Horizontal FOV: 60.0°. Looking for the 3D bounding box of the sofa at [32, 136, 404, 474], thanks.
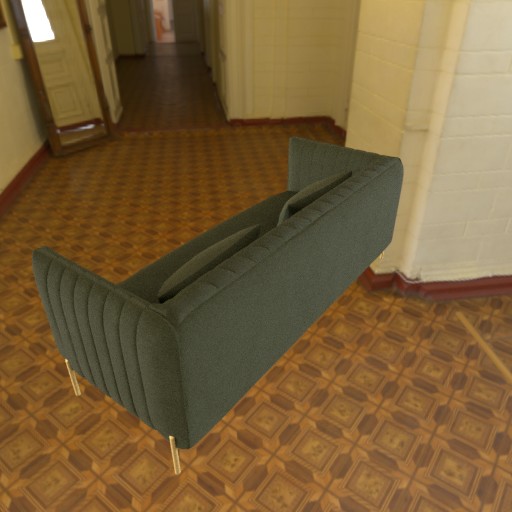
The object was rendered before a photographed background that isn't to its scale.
[{"bbox_3d":[0.000,0.000,2.531,0.896,0.793,2.137,21,37,30],"label":"sofa"}]
